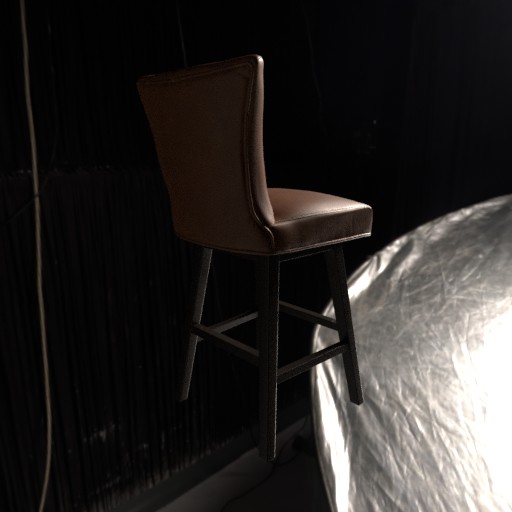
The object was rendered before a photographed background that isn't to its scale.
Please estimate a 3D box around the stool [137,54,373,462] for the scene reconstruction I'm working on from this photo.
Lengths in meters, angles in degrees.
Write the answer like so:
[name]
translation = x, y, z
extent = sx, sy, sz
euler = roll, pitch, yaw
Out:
[stool]
translation = 0.000, 0.000, 1.439
extent = 0.585, 1.094, 0.522
euler = -13, 19, -43
